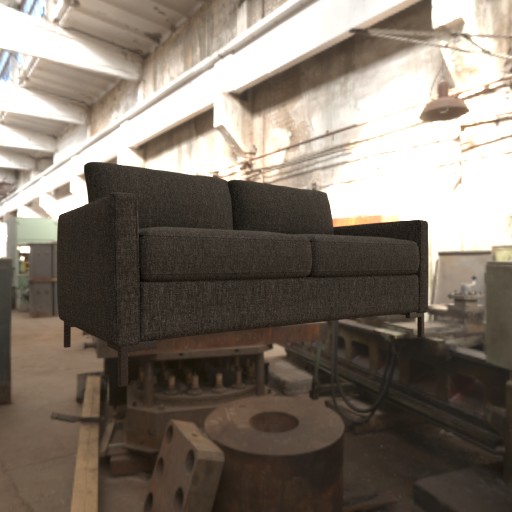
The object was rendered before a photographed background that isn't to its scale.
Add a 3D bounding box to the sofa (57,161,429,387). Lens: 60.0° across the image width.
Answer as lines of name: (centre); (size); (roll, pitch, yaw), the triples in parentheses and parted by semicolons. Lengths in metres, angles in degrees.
sofa: (0.000, 0.000, 2.223); (1.716, 0.862, 0.866); (1, -1, -35)
